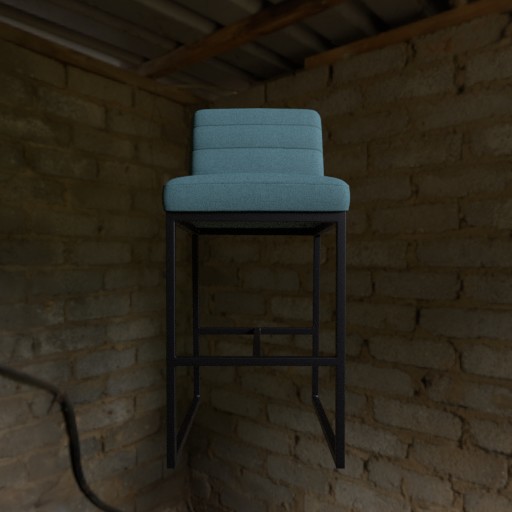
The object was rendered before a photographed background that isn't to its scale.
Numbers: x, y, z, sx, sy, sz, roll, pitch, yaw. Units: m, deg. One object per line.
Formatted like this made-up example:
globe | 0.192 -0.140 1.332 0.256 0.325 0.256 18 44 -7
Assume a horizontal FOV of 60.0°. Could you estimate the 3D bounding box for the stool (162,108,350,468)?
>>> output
stool | 0.000 0.000 1.338 0.460 1.040 0.560 0 0 0
